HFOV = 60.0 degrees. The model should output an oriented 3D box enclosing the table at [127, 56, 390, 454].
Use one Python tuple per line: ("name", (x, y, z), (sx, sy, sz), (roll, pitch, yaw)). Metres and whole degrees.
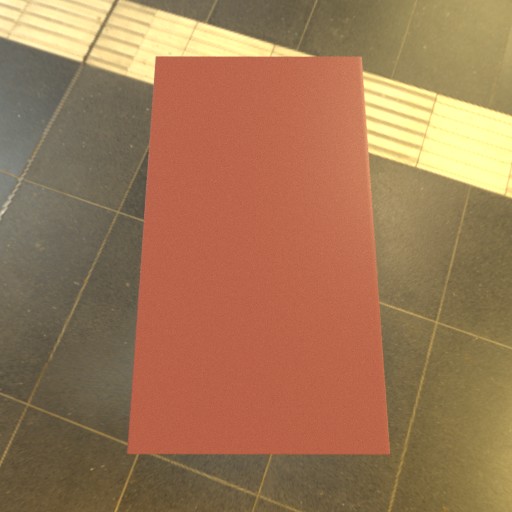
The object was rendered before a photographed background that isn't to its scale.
("table", (0.000, 0.000, 1.385), (0.612, 0.493, 1.068), (0, 75, 0))
